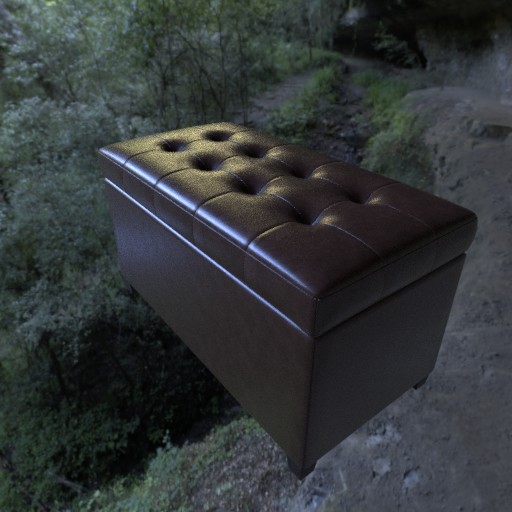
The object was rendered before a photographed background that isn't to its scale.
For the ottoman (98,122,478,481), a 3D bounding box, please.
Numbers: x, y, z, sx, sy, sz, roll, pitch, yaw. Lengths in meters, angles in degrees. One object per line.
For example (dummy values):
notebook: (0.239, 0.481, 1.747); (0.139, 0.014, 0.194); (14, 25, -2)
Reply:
ottoman: (0.000, 0.000, 1.103); (0.432, 0.470, 0.838); (-22, 38, -31)
